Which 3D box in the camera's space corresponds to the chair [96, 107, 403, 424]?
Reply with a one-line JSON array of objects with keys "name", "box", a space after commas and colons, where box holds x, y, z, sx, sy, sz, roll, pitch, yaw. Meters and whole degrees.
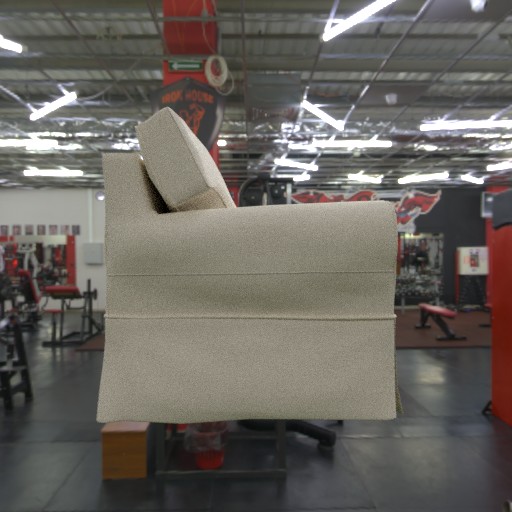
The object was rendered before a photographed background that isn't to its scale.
[{"name": "chair", "box": [0.000, 0.000, 1.793, 0.904, 0.958, 1.099, 0, 1, 1]}]
